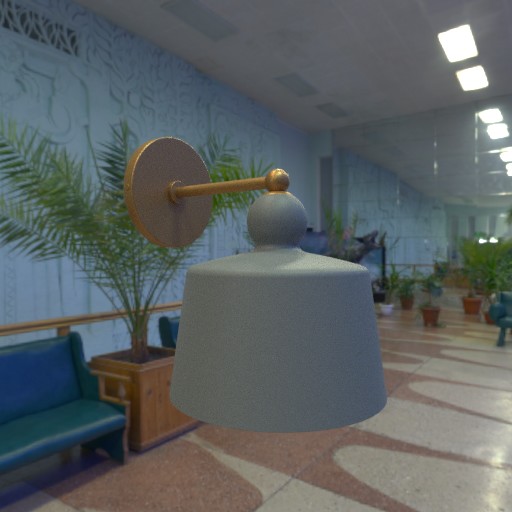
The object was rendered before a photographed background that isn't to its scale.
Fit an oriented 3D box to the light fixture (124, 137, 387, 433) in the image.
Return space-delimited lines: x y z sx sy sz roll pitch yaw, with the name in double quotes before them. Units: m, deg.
"light fixture" 0.000 0.000 0.441 0.254 0.268 0.204 0 1 36
